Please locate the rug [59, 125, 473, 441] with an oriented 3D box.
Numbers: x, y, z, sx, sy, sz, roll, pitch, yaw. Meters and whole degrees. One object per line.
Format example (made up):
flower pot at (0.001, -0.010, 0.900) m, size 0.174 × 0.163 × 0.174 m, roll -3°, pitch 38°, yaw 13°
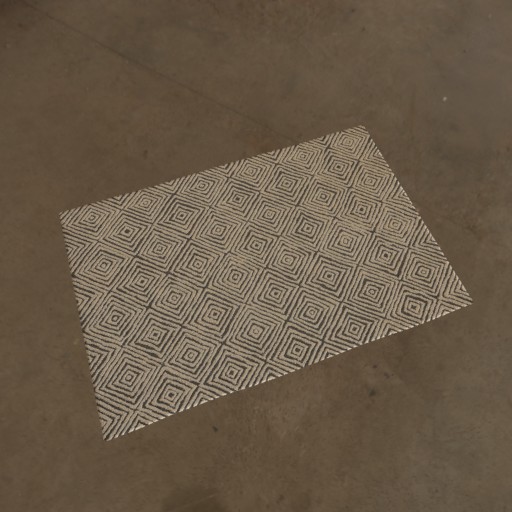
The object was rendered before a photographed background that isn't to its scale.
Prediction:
rug at (0.000, 0.000, 2.192) m, size 1.750 × 0.004 × 1.177 m, roll -18°, pitch 65°, yaw -9°
